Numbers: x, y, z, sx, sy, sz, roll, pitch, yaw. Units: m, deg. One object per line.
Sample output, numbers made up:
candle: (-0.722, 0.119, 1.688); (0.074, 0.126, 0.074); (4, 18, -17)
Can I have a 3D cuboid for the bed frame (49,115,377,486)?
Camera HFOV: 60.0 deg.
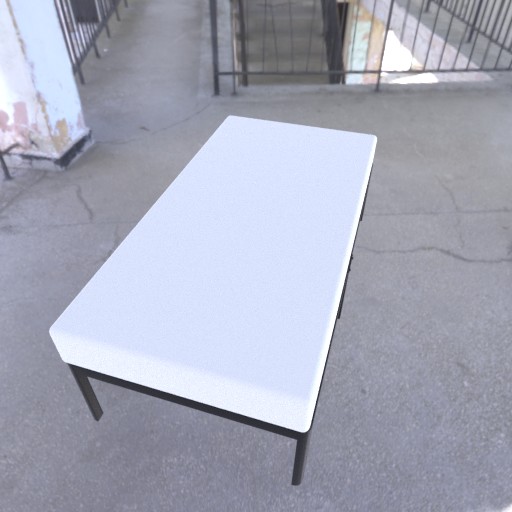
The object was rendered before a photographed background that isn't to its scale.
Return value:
bed frame: (0.000, 0.000, 2.424); (1.023, 0.659, 1.950); (12, 43, 13)
